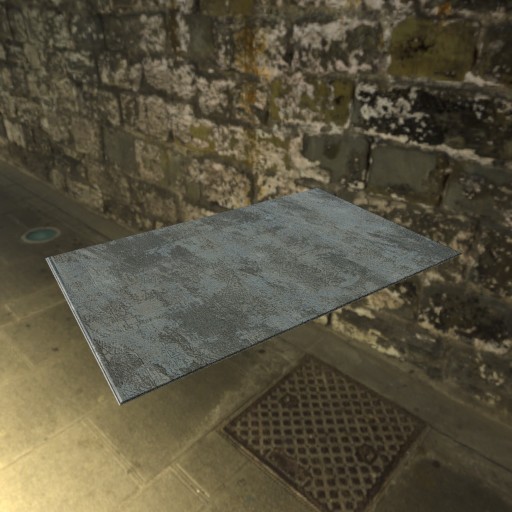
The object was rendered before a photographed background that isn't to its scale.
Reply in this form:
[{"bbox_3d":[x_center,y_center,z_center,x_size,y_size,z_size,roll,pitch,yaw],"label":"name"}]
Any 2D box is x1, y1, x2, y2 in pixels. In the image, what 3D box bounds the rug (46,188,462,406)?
[{"bbox_3d":[0.000,0.000,3.058,2.431,0.012,1.536,-18,34,-29],"label":"rug"}]
